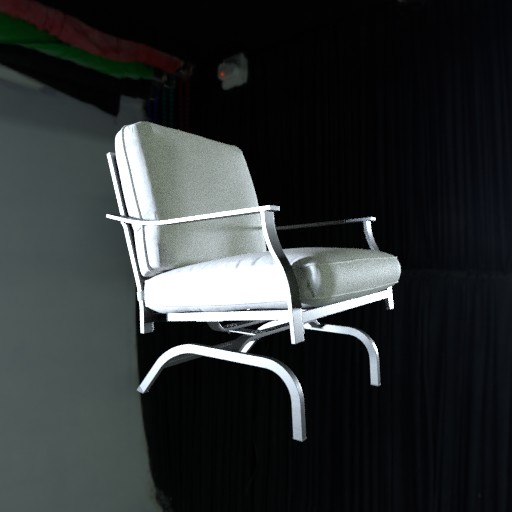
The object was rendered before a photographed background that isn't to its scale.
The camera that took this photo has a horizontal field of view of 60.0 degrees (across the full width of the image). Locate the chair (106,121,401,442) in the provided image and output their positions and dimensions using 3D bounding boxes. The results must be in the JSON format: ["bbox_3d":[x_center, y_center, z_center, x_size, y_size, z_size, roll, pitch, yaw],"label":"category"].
[{"bbox_3d":[0.000,0.000,1.443,0.787,0.860,0.650,1,2,36],"label":"chair"}]
